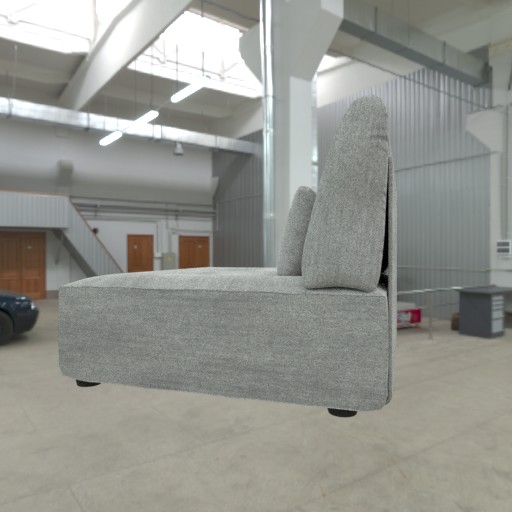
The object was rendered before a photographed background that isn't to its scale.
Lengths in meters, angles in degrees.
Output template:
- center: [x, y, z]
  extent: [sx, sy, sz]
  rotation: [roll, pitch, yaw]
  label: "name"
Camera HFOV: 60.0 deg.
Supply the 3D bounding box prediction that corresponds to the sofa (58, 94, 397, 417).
- center: [0.000, 0.000, 1.669]
  extent: [1.000, 0.820, 0.930]
  rotation: [0, 0, 18]
  label: "sofa"
